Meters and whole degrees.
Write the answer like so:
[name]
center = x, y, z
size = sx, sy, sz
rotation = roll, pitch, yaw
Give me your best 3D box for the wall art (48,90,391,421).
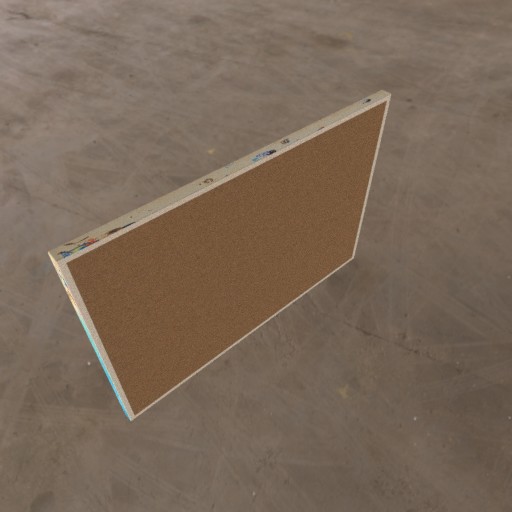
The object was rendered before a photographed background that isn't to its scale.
[wall art]
center = 0.000, 0.000, 1.460
size = 1.136, 0.769, 0.040
rotation = -32, 54, -27
